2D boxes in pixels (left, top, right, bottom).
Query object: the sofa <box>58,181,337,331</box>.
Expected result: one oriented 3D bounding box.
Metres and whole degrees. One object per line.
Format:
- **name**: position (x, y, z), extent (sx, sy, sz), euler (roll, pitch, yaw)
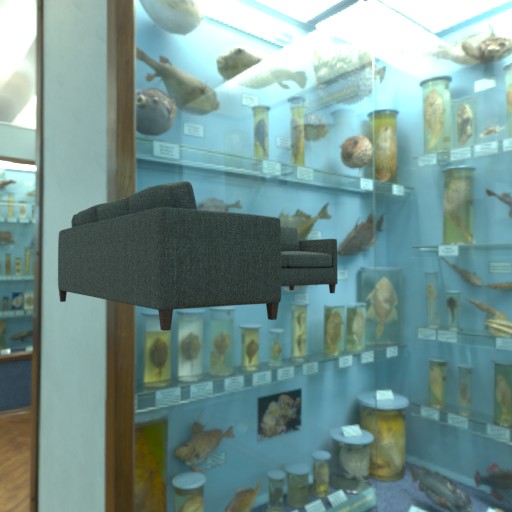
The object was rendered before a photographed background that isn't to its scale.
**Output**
- **sofa**: position (0.000, 0.000, 4.595), extent (3.302, 0.947, 2.593), euler (1, -1, -37)
